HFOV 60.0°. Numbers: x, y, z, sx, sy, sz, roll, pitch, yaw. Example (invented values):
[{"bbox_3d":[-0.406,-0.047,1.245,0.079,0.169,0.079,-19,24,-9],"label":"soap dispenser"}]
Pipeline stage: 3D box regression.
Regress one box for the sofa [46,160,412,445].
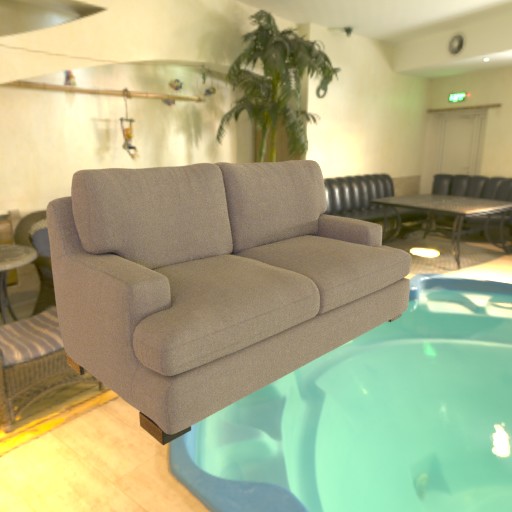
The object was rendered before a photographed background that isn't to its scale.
[{"bbox_3d":[0.000,0.000,2.415,1.855,0.980,0.962,-14,20,-43],"label":"sofa"}]
